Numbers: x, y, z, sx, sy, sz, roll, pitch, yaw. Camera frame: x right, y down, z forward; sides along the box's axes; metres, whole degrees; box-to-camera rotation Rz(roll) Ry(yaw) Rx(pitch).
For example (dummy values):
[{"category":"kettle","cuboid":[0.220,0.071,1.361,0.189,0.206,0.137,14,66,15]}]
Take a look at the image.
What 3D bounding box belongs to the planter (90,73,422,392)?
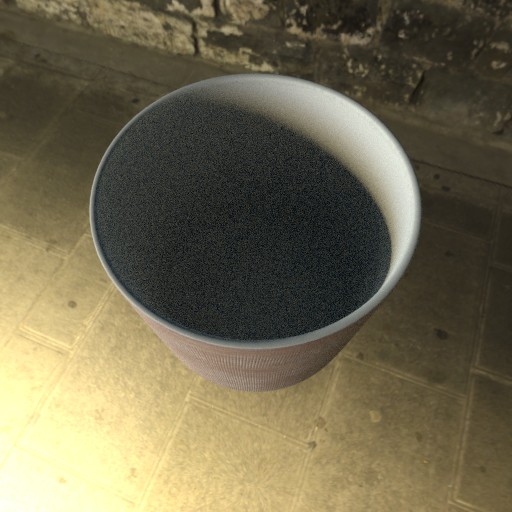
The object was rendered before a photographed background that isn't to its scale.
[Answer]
[{"category":"planter","cuboid":[0.000,0.000,0.769,0.440,0.398,0.440,0,63,0]}]
